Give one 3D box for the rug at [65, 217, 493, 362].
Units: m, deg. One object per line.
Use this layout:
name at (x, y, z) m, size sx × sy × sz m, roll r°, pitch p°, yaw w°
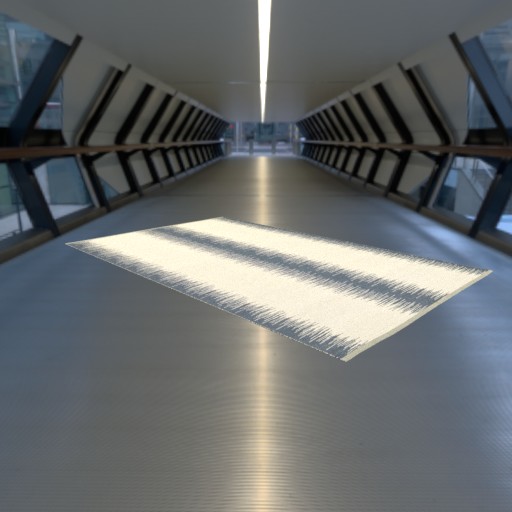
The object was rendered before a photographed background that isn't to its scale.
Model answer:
rug at (0.000, 0.000, 2.926) m, size 1.519 × 0.003 × 2.453 m, roll -15°, pitch 22°, yaw -43°
